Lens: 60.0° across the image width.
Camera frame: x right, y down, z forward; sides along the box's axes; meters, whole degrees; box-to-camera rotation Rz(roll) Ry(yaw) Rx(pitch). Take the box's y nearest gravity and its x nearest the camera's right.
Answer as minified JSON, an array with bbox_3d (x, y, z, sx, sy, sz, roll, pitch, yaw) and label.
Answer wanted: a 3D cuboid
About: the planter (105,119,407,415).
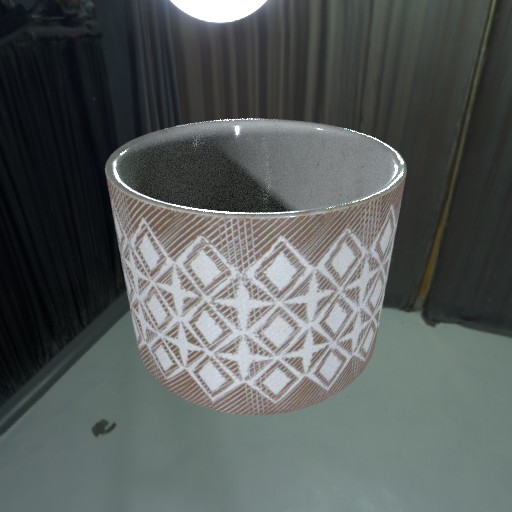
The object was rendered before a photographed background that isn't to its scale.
[{"bbox_3d":[0.000,0.000,0.220,0.126,0.104,0.126,0,31,0],"label":"planter"}]
